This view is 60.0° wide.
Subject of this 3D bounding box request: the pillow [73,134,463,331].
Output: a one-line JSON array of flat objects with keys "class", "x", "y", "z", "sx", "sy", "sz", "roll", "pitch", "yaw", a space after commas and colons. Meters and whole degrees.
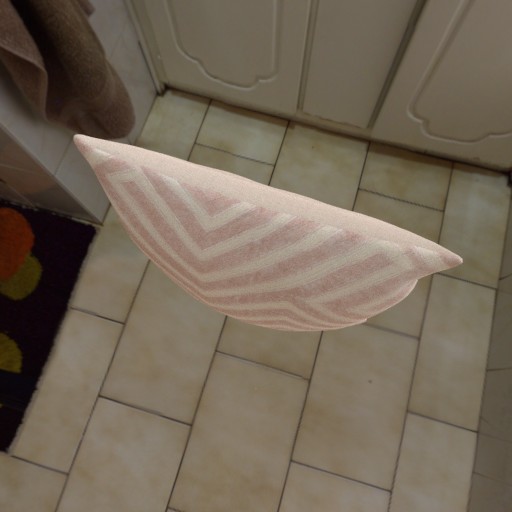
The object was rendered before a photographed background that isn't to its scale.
[{"class": "pillow", "x": 0.000, "y": 0.000, "z": 0.665, "sx": 0.440, "sy": 0.441, "sz": 0.182, "roll": 18, "pitch": 74, "yaw": 5}]
